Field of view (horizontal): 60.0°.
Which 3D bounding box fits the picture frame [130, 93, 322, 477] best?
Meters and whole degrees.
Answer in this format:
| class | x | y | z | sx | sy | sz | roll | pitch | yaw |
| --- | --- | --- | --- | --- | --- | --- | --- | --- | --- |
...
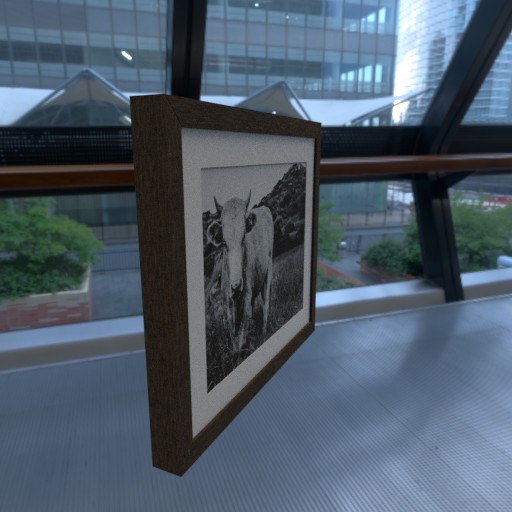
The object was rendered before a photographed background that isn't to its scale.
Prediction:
| class | x | y | z | sx | sy | sz | roll | pitch | yaw |
| --- | --- | --- | --- | --- | --- | --- | --- | --- | --- |
| picture frame | 0.000 | 0.000 | 0.538 | 0.033 | 0.330 | 0.378 | 6 | 15 | 25 |
